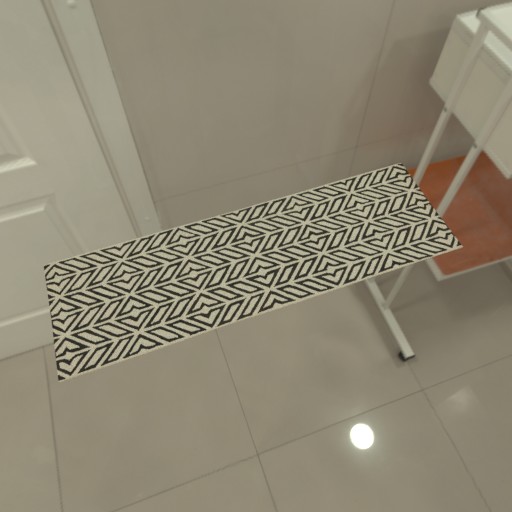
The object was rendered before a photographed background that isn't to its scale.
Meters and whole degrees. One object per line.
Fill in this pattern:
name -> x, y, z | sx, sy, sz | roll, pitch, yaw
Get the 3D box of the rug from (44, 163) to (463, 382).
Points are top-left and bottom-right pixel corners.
rug -> 0.000, 0.000, 2.688 | 2.435, 0.009, 0.750 | -17, 60, -10
